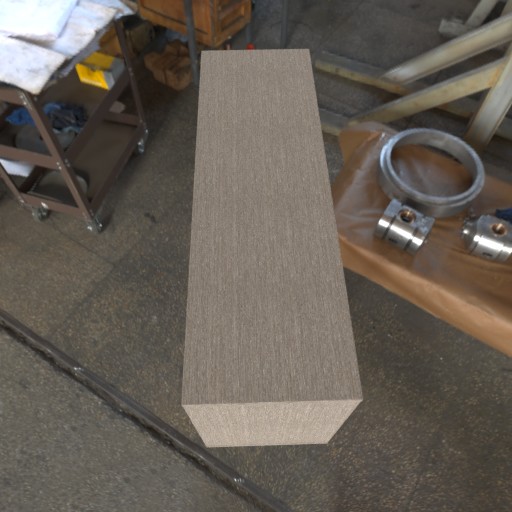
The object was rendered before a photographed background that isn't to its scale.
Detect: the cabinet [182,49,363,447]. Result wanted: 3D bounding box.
[{"bbox_3d":[0.000,0.000,1.555,0.405,0.787,1.194,-1,58,-1],"label":"cabinet"}]
